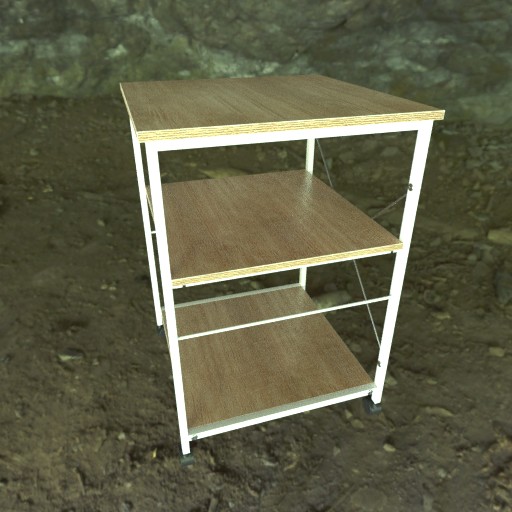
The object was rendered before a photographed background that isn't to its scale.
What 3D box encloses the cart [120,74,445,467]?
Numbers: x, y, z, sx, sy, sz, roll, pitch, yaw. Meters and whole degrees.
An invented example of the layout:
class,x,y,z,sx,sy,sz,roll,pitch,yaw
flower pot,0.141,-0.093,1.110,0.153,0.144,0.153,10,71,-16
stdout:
class,x,y,z,sx,sy,sz,roll,pitch,yaw
cart,0.000,0.000,1.097,0.520,0.762,0.521,-9,30,-15
